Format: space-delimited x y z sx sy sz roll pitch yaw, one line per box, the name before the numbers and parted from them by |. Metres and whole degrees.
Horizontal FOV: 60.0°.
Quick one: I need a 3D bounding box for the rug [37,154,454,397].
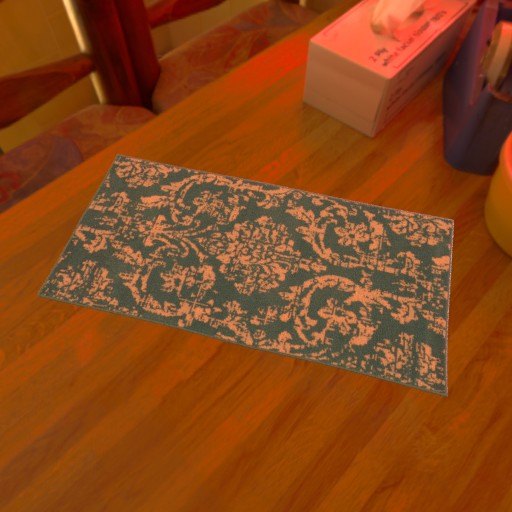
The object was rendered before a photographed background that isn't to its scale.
rug | 0.000 0.000 1.418 1.219 0.007 0.604 12 59 7
